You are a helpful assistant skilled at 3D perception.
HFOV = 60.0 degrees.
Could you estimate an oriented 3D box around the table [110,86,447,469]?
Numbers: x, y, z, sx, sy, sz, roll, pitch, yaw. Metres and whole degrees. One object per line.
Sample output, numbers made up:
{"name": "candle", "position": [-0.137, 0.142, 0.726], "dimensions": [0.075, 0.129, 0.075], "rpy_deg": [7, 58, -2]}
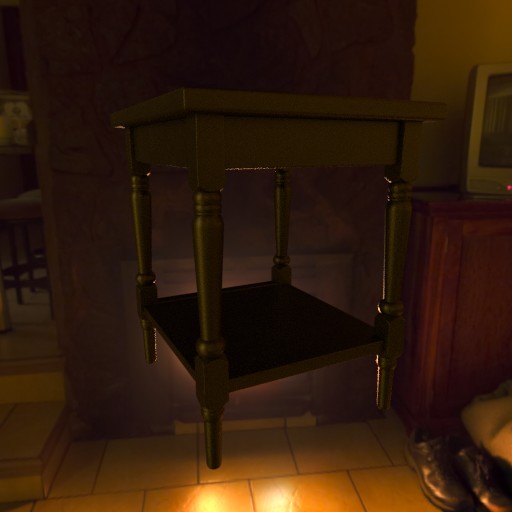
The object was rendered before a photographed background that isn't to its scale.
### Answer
{"name": "table", "position": [0.000, 0.000, 0.891], "dimensions": [0.442, 0.565, 0.488], "rpy_deg": [-7, 15, -26]}
